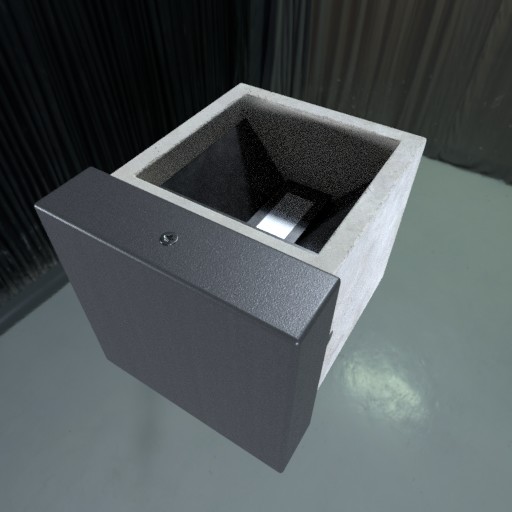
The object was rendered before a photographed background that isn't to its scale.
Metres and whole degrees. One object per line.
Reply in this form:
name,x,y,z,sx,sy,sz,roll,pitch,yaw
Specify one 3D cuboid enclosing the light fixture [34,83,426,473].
light fixture,0.000,0.000,0.239,0.121,0.121,0.143,25,52,21
